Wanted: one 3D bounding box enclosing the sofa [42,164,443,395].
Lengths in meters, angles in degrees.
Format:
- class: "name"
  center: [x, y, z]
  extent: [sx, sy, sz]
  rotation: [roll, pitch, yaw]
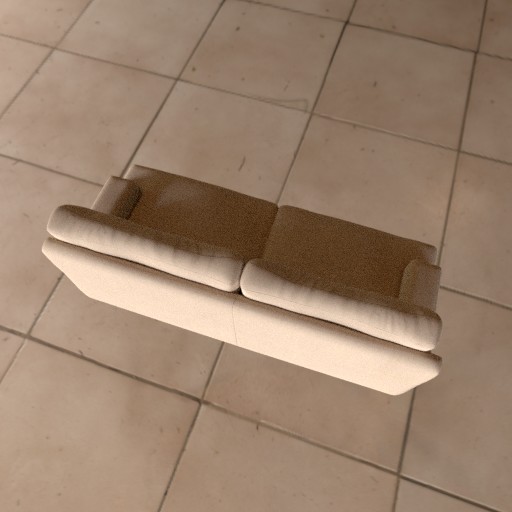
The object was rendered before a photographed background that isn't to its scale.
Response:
- class: "sofa"
  center: [0.000, 0.000, 2.673]
  extent: [2.147, 0.925, 0.929]
  rotation: [16, 65, 8]
